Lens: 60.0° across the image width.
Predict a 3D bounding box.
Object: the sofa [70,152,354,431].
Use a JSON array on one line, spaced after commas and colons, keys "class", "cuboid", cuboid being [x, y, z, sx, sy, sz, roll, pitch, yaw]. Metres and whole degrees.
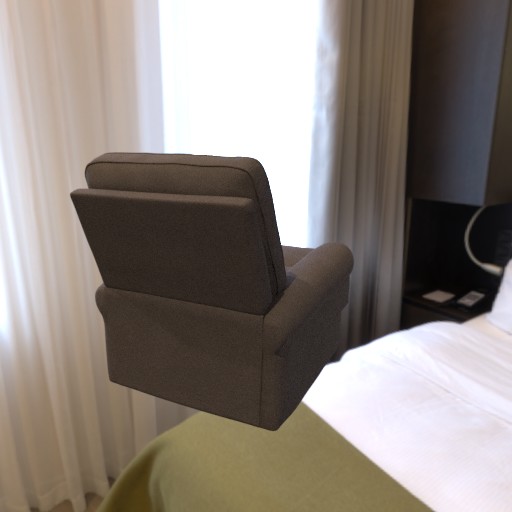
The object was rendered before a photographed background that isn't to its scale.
[{"class": "sofa", "cuboid": [0.000, 0.000, 2.067, 0.880, 0.959, 1.478, 7, 16, 26]}]
